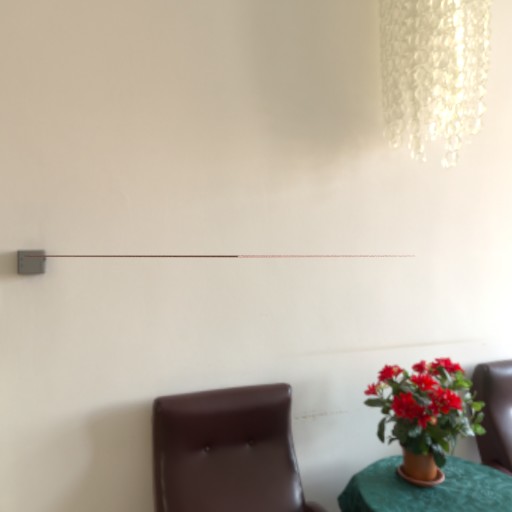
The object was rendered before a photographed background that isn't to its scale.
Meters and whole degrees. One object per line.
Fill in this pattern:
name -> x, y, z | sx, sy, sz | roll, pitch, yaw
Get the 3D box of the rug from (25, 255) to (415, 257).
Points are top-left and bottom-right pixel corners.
rug -> 0.000, 0.000, 3.093 | 1.523, 0.008, 2.438 | 0, 0, 35
